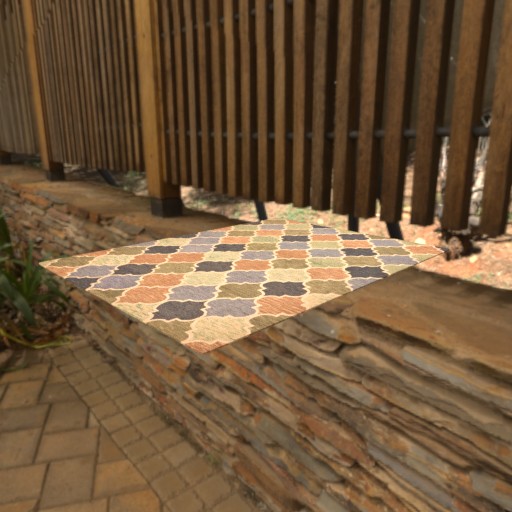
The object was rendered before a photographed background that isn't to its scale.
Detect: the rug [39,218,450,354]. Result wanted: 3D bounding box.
[{"bbox_3d":[0.000,0.000,4.296,3.200,0.013,2.439,-15,21,-43],"label":"rug"}]
